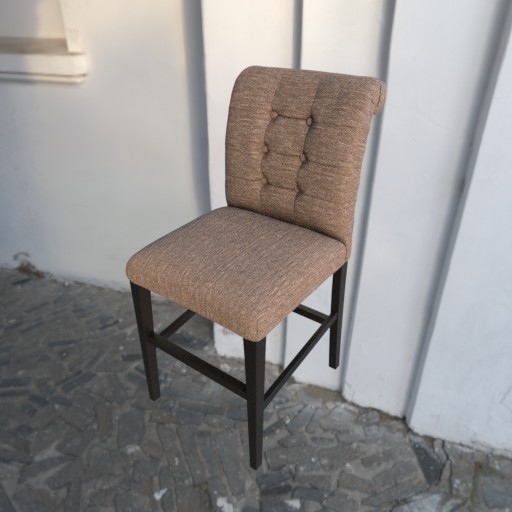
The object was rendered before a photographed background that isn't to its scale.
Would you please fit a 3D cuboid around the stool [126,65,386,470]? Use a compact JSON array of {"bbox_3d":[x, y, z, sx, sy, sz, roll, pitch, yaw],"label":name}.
[{"bbox_3d":[0.000,0.000,1.313,0.457,0.970,0.611,20,36,31],"label":"stool"}]
